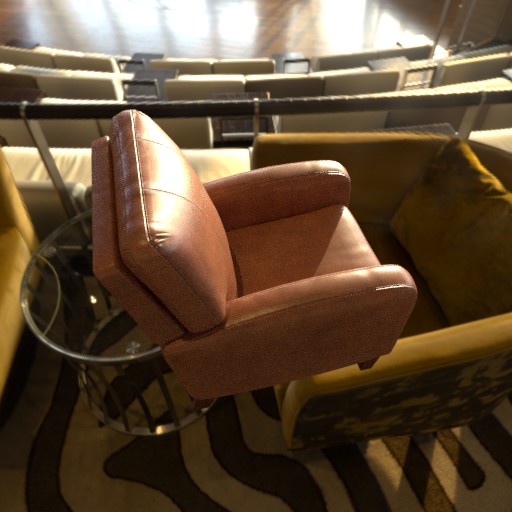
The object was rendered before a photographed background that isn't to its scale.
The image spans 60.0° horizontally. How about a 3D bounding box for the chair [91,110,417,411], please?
[{"bbox_3d":[0.000,0.000,1.676,0.990,0.990,0.762,-11,50,-9],"label":"chair"}]
